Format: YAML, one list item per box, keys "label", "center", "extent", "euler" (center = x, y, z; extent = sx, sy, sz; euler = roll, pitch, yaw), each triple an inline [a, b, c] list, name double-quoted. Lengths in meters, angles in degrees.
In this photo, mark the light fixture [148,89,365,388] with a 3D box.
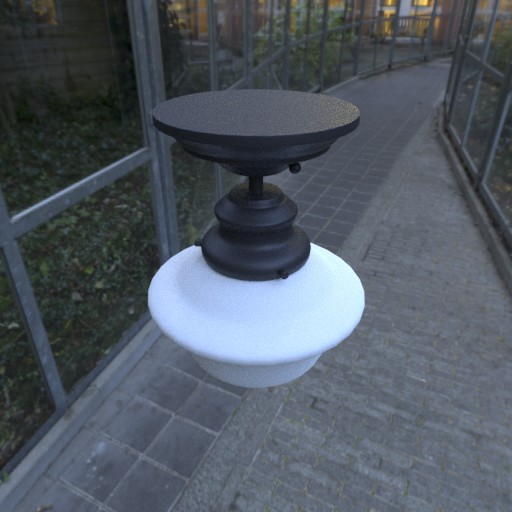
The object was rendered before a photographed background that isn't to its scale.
- label: "light fixture"
  center: [0.000, 0.000, 0.392]
  extent: [0.197, 0.254, 0.197]
  euler: [0, 30, 0]
